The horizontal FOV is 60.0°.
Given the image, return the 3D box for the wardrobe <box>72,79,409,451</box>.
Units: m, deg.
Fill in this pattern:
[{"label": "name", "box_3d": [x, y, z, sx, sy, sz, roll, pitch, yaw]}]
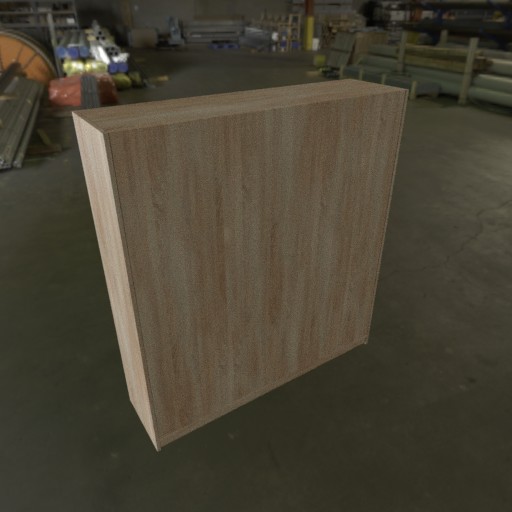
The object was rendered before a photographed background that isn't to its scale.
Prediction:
[{"label": "wardrobe", "box_3d": [0.000, 0.000, 3.170, 1.998, 2.159, 0.598, -18, 35, -29]}]
